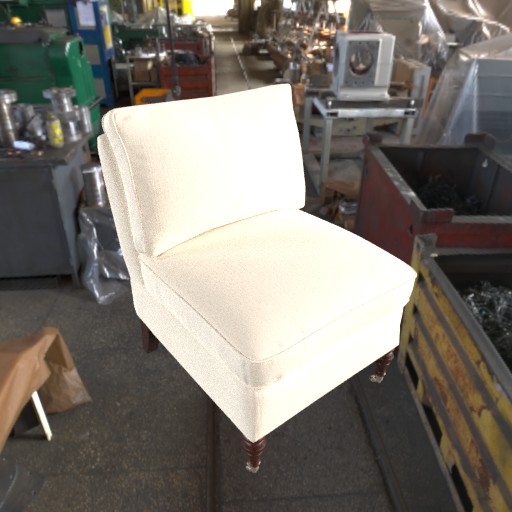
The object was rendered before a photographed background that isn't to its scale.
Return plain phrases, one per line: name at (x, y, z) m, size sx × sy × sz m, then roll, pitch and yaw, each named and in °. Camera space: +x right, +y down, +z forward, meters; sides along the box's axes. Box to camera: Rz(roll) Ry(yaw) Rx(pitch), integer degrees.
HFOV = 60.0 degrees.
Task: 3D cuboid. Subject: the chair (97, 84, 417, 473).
chair at (0.000, 0.000, 1.360) m, size 0.630 × 0.887 × 0.781 m, roll -22°, pitch 37°, yaw -32°
